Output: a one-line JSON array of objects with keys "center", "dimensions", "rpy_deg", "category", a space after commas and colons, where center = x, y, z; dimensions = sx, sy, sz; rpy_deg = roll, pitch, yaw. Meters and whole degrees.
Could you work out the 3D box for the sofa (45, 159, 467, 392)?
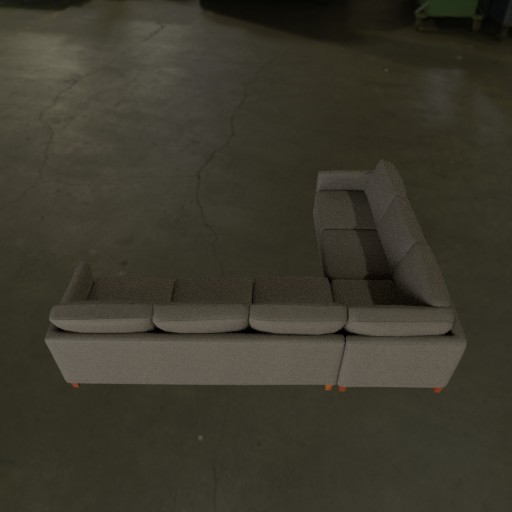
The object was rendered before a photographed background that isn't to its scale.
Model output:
[{"center": [0.000, 0.000, 4.492], "dimensions": [3.302, 0.947, 2.593], "rpy_deg": [0, 42, 1], "category": "sofa"}]
